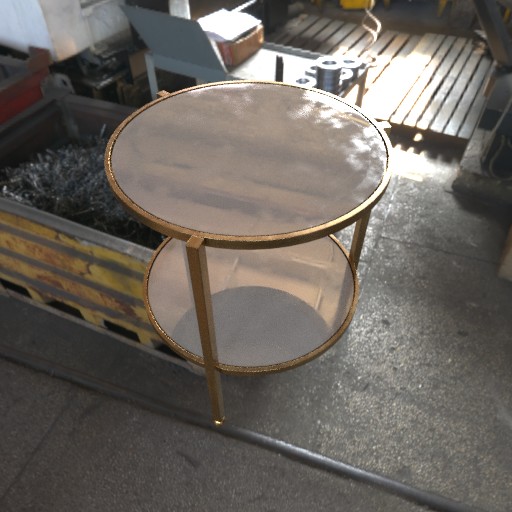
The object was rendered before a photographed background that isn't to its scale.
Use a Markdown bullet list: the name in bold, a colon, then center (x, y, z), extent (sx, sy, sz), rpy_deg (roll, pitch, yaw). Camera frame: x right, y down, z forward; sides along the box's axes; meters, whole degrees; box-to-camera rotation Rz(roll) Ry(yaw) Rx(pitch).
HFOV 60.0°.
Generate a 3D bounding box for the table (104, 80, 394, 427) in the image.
- **table**: center (0.000, 0.000, 0.461), extent (0.243, 0.269, 0.231), rpy_deg (-10, 47, -10)
